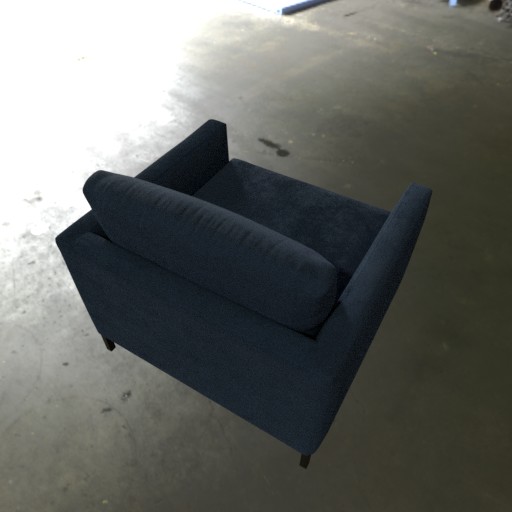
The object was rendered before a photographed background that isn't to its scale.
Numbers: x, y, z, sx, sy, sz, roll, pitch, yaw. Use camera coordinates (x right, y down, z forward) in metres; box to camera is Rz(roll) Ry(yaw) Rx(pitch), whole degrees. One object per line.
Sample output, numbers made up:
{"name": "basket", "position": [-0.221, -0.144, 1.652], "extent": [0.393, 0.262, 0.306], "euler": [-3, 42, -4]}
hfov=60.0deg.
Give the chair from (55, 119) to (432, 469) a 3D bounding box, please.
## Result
{"name": "chair", "position": [0.000, 0.000, 1.597], "extent": [0.964, 0.812, 0.875], "euler": [23, 50, 21]}
